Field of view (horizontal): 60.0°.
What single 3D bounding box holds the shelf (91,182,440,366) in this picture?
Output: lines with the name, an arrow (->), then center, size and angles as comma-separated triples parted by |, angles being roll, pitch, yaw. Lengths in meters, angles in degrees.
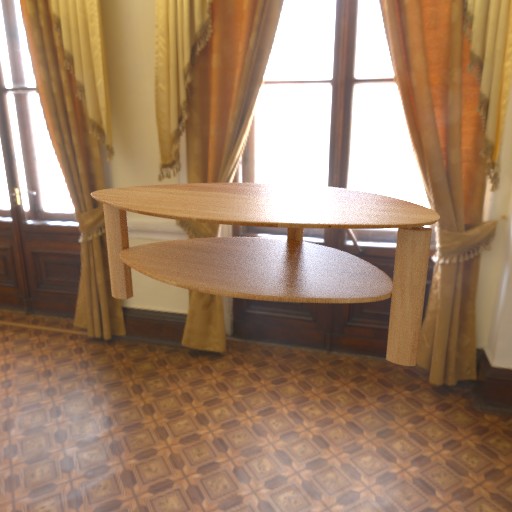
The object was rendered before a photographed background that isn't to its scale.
shelf -> 0.000, 0.000, 1.633 | 1.246, 0.440, 0.845 | 8, 18, 27
